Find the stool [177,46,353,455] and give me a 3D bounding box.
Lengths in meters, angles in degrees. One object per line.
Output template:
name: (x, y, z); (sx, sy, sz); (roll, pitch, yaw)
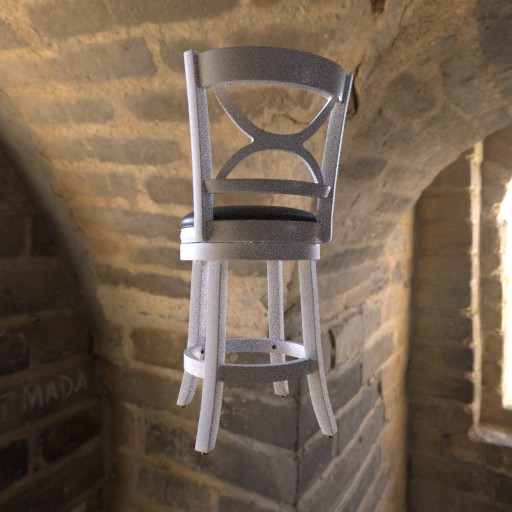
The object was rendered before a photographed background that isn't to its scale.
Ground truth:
stool: (0.000, 0.000, 1.237); (0.444, 0.953, 0.508); (0, 0, -18)
